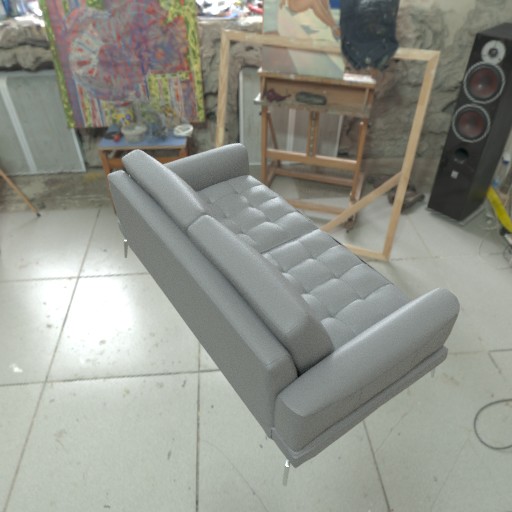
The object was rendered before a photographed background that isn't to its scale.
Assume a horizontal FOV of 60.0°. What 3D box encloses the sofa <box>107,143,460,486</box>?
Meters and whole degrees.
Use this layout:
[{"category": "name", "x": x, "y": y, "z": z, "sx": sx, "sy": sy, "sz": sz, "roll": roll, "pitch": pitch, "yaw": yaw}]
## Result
[{"category": "sofa", "x": 0.000, "y": 0.000, "z": 2.725, "sx": 1.121, "sy": 0.930, "sz": 2.177, "roll": -24, "pitch": 46, "yaw": -25}]
